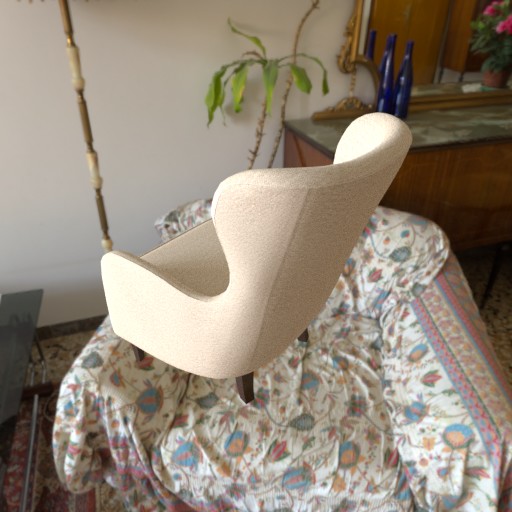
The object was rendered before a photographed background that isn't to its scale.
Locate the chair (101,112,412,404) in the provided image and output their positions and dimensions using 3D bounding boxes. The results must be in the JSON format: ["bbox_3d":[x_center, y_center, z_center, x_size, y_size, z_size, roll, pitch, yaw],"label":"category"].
[{"bbox_3d":[0.000,0.000,1.779,0.984,1.064,0.861,20,36,30],"label":"chair"}]
